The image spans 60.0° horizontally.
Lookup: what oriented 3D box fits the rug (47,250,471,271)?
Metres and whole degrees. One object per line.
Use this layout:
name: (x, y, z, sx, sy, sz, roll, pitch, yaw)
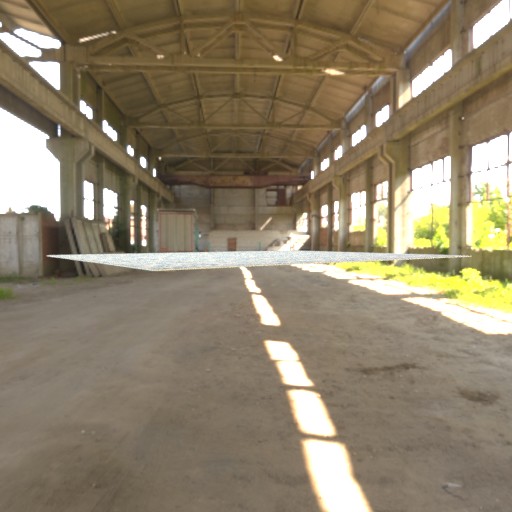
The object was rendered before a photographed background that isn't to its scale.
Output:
rug: (0.000, 0.000, 3.960, 2.980, 0.012, 2.363, -2, 3, -37)
